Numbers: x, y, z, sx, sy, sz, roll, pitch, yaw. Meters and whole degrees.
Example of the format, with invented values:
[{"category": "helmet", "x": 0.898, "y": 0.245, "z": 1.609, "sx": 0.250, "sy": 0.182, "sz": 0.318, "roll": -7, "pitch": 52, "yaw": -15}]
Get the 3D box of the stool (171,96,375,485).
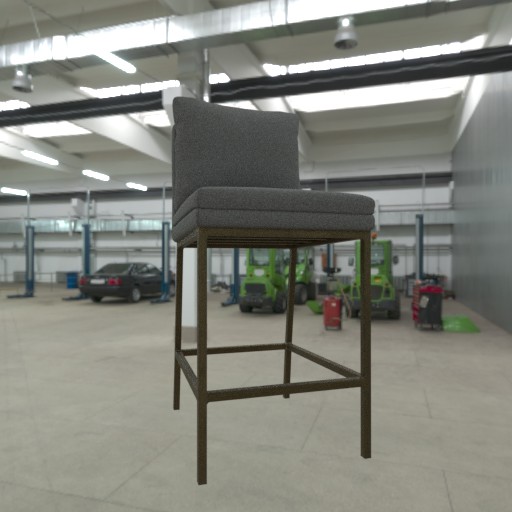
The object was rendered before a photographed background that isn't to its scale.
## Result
[{"category": "stool", "x": 0.000, "y": 0.000, "z": 1.318, "sx": 0.463, "sy": 1.030, "sz": 0.569, "roll": 0, "pitch": 0, "yaw": -18}]
